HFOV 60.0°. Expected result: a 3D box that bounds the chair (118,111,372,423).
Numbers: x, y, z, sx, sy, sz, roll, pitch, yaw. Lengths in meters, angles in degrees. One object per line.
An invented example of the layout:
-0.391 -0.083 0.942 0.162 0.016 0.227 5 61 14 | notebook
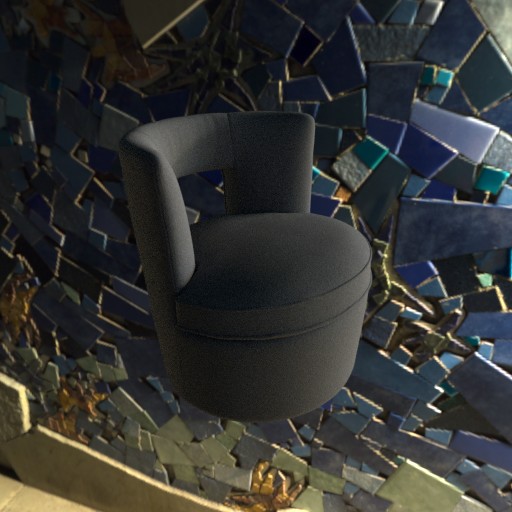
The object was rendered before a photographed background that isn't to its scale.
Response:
0.000 0.000 1.286 0.660 0.719 0.689 17 31 31 | chair
